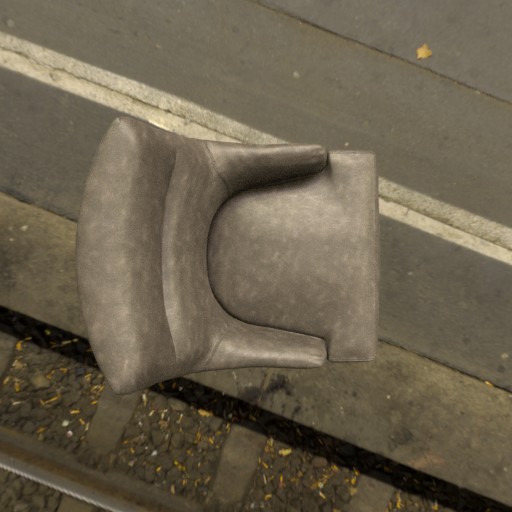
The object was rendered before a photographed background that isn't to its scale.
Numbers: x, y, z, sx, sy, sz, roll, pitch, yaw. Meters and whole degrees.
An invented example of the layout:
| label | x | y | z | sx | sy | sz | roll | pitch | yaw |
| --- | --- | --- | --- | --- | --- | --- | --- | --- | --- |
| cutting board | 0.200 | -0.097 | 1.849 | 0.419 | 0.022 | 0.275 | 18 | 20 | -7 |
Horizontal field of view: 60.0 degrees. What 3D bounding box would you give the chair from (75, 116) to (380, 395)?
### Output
| label | x | y | z | sx | sy | sz | roll | pitch | yaw |
| --- | --- | --- | --- | --- | --- | --- | --- | --- | --- |
| chair | 0.000 | 0.000 | 1.490 | 0.874 | 0.870 | 0.738 | 0 | 90 | 1 |
